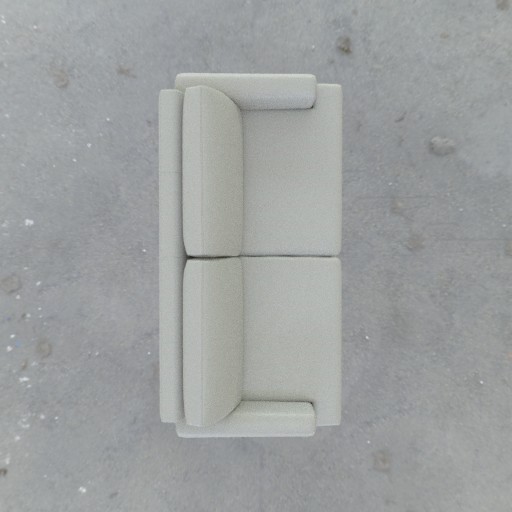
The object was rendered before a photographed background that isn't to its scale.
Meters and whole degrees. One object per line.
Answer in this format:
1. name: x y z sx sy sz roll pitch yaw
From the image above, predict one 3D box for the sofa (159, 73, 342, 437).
1. sofa: 0.000 0.000 2.470 0.974 0.765 1.940 0 91 -1
